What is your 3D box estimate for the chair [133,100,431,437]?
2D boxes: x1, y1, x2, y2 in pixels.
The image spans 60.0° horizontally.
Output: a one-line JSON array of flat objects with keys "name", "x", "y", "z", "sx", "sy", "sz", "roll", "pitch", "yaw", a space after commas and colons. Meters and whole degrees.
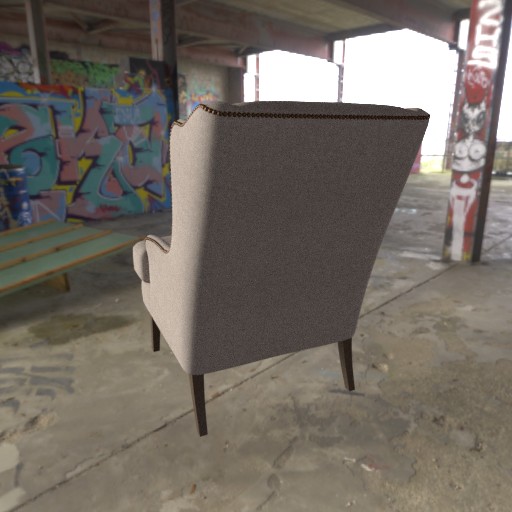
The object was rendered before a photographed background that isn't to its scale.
[{"name": "chair", "x": 0.000, "y": 0.000, "z": 1.628, "sx": 0.737, "sy": 1.029, "sz": 0.940, "roll": -7, "pitch": 17, "yaw": -25}]
